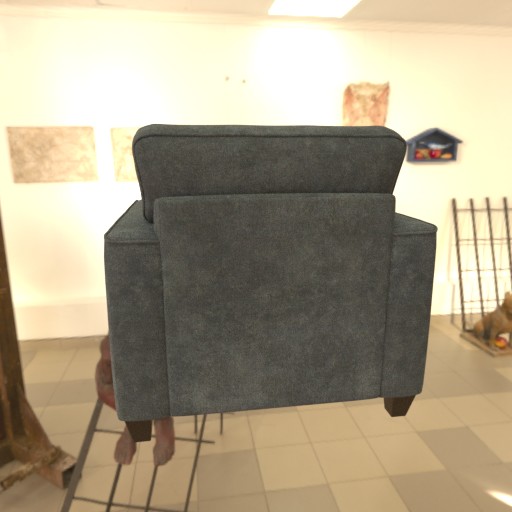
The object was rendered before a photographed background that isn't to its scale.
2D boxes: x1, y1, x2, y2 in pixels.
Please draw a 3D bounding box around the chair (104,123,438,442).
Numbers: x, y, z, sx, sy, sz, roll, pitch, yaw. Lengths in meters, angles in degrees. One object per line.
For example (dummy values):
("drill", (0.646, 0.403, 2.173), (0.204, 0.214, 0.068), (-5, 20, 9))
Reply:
("chair", (0.000, 0.000, 1.747), (1.015, 0.965, 0.939), (-2, 14, -9))
